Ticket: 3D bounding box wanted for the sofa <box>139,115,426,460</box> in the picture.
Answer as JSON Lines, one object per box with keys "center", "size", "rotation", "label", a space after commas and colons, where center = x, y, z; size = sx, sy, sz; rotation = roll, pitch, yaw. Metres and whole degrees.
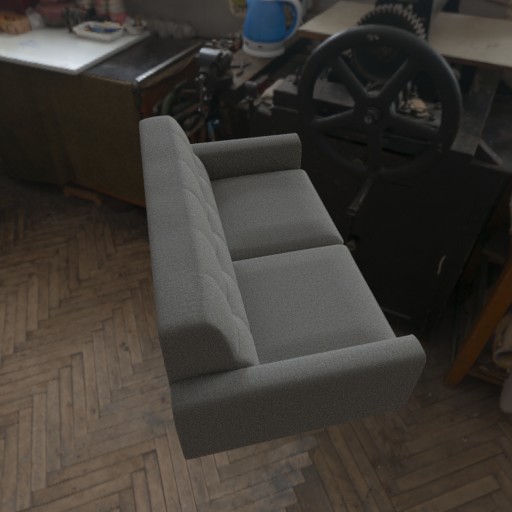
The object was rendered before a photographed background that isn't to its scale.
{"center": [0.000, 0.000, 2.206], "size": [0.952, 0.925, 1.651], "rotation": [-9, 45, -9], "label": "sofa"}
